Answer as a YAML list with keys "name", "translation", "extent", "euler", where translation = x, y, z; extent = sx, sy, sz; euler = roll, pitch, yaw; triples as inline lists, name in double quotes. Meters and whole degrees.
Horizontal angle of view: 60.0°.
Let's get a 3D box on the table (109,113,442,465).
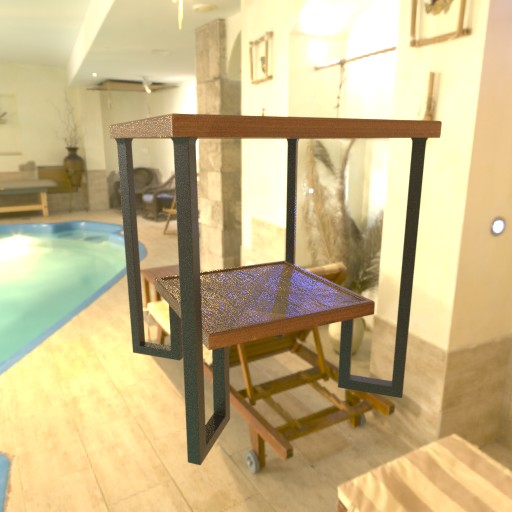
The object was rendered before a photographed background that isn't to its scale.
- name: "table"
  translation: [0.000, 0.000, 0.980]
  extent: [0.503, 0.563, 0.503]
  euler: [-7, 16, -26]
